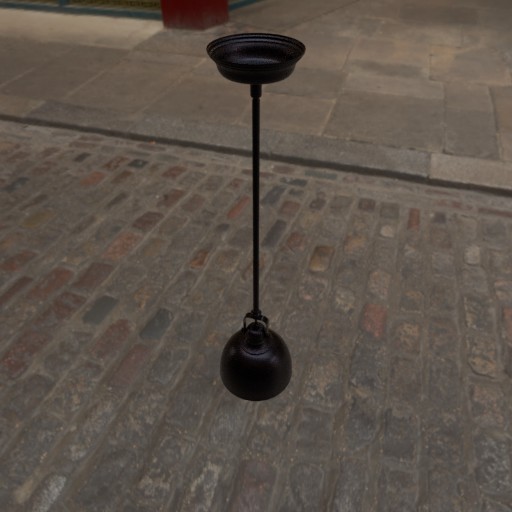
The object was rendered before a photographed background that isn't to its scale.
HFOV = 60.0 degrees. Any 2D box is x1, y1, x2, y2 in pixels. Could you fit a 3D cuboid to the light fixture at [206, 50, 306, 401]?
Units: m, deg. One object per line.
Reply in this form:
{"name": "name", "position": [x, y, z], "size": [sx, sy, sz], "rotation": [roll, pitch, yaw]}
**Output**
{"name": "light fixture", "position": [0.000, 0.000, 0.864], "size": [0.182, 0.768, 0.182], "rotation": [12, 43, 13]}
